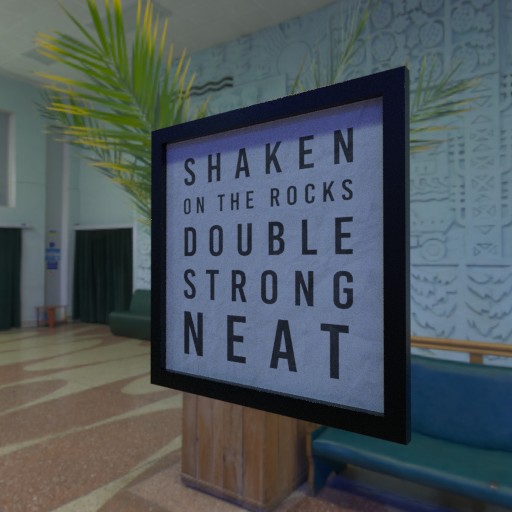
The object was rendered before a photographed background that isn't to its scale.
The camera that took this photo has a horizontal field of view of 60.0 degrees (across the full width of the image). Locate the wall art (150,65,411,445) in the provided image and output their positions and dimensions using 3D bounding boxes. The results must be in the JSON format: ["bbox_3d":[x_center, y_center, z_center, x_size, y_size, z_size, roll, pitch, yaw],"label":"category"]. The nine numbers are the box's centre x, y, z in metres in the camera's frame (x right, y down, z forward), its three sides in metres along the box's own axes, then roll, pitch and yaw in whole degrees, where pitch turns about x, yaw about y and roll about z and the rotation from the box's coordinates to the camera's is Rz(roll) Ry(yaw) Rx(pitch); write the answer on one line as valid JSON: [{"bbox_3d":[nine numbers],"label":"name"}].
[{"bbox_3d":[0.000,0.000,0.515,0.349,0.349,0.014,-1,-1,36],"label":"wall art"}]
